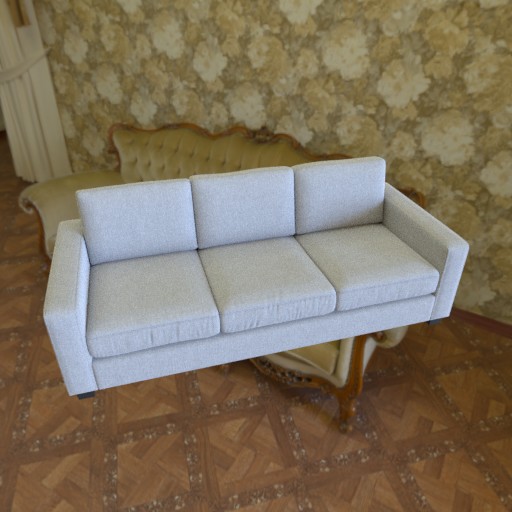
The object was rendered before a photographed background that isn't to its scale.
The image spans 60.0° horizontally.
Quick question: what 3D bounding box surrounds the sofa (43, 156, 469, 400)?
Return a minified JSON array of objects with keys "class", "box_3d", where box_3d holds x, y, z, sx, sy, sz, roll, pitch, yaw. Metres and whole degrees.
[{"class":"sofa","box_3d":[0.000,0.000,2.528,2.120,0.800,0.900,-9,33,-14]}]
